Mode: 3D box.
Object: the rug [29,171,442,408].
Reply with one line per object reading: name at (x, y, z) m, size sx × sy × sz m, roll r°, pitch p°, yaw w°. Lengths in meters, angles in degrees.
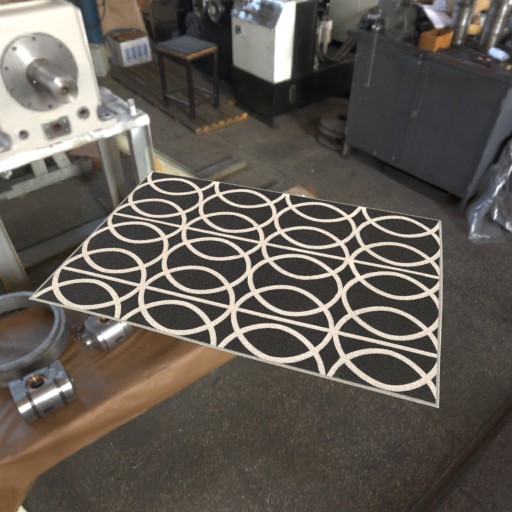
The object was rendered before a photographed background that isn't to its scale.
rug at (0.000, 0.000, 2.861) m, size 2.294 × 0.014 × 1.528 m, roll 12°, pitch 43°, yaw 13°
